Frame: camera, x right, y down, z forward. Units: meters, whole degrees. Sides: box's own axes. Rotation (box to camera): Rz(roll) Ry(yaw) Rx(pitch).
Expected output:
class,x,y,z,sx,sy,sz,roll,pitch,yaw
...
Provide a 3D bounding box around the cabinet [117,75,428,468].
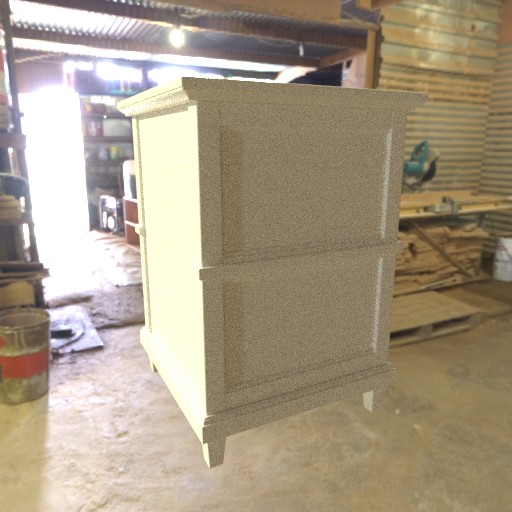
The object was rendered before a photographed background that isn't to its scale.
class,x,y,z,sx,sy,sz,roll,pitch,yaw
cabinet,0.000,0.000,1.151,0.547,0.775,0.544,-7,16,-26
